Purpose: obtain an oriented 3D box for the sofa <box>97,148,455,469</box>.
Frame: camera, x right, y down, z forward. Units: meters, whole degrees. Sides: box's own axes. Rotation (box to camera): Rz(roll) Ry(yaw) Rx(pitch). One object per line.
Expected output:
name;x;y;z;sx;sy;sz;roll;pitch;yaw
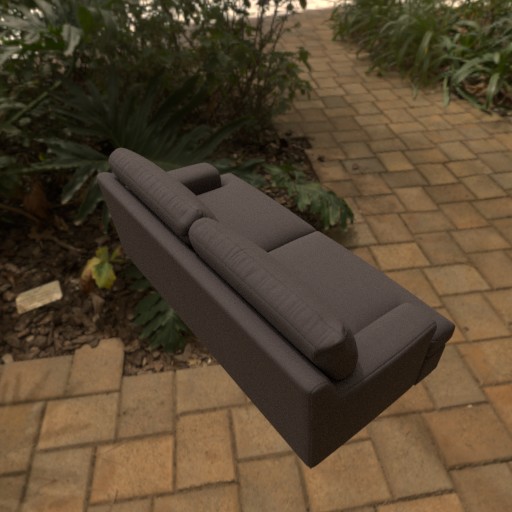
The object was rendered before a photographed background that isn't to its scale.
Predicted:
sofa;0.000;0.000;2.839;1.140;0.950;2.271;-26;46;-28
